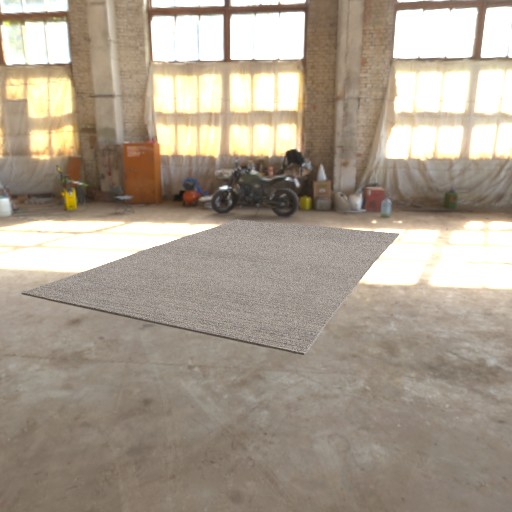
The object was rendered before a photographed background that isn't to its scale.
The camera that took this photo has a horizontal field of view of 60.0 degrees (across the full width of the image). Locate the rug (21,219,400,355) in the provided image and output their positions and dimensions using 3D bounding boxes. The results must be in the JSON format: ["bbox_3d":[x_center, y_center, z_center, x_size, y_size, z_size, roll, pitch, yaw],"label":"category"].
[{"bbox_3d":[0.000,0.000,2.256,1.162,0.022,1.804,7,16,25],"label":"rug"}]
